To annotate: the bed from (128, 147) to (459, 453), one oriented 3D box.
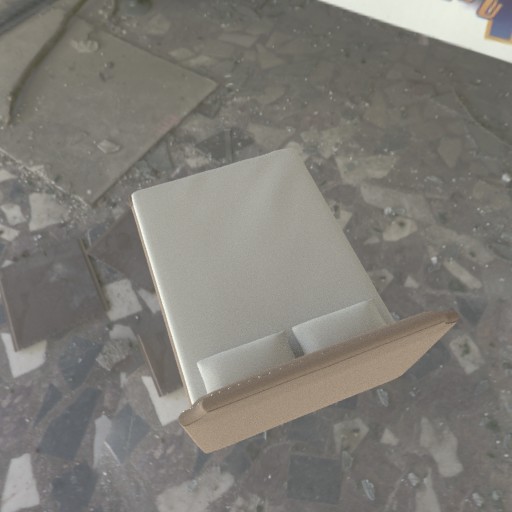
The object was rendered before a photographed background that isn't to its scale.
[{"bbox_3d":[0.000,0.000,3.515,1.713,1.443,2.372,-18,61,-10],"label":"bed"}]
